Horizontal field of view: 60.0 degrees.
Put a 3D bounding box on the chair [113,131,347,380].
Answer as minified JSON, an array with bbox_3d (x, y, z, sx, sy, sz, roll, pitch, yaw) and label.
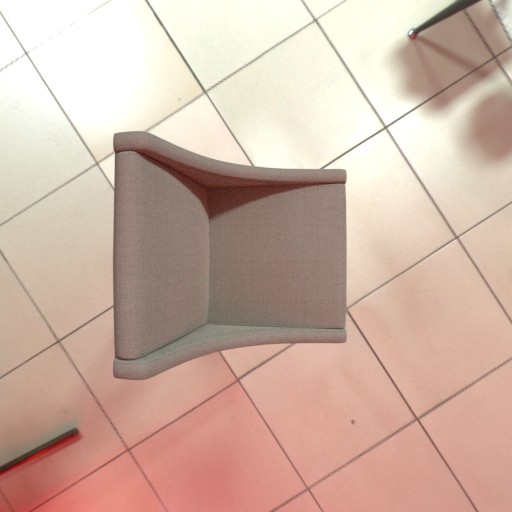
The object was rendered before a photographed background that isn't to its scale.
[{"bbox_3d":[0.000,0.000,1.432,0.611,1.021,0.575,0,90,0],"label":"chair"}]
